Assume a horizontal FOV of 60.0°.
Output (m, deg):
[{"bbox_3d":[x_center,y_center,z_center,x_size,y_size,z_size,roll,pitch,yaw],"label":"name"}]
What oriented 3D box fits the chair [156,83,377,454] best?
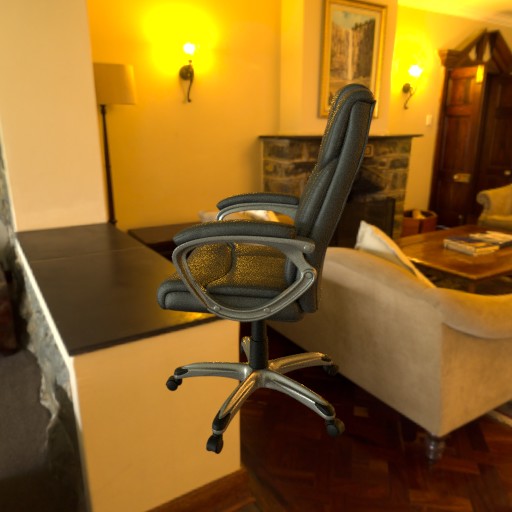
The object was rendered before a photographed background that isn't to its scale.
[{"bbox_3d":[0.000,0.000,1.578,0.719,1.130,0.721,2,16,8],"label":"chair"}]
